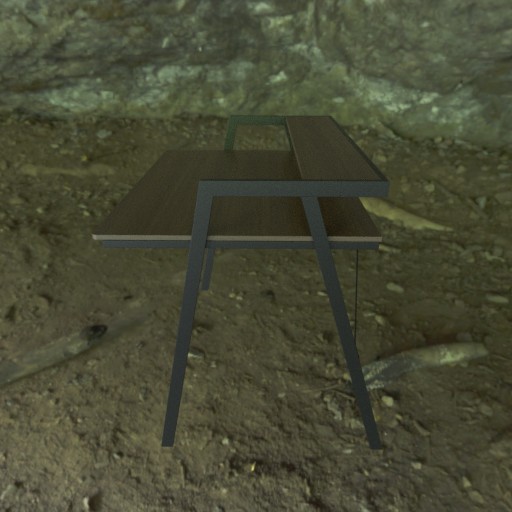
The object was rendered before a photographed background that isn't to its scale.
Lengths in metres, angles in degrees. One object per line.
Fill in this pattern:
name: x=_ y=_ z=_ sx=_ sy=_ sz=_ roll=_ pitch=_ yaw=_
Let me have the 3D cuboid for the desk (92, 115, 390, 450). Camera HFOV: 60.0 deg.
desk: x=0.000 y=0.000 z=1.908 sx=0.936 sy=0.998 sz=1.143 roll=0 pitch=26 yaw=1
